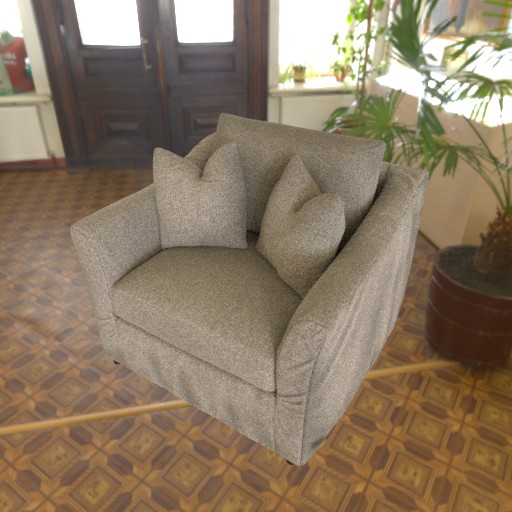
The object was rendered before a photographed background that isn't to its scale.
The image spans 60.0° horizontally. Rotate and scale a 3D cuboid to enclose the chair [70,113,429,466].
[{"bbox_3d":[0.000,0.000,2.046,1.194,1.059,1.071,19,36,28],"label":"chair"}]
